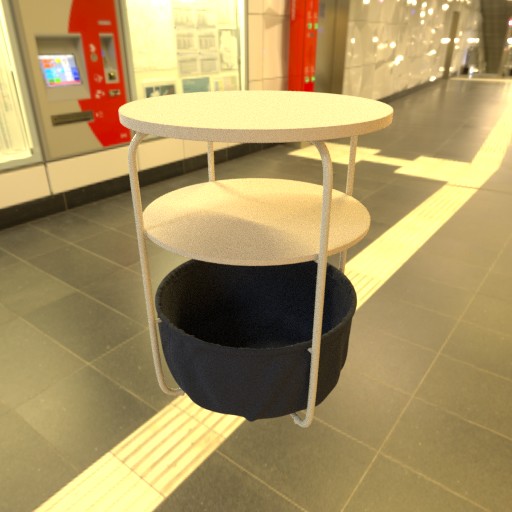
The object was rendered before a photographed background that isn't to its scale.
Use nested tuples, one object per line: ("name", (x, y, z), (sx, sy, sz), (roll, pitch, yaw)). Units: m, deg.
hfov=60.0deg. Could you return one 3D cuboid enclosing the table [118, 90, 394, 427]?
("table", (0.000, 0.000, 0.817), (0.418, 0.532, 0.418), (8, 27, 16))
